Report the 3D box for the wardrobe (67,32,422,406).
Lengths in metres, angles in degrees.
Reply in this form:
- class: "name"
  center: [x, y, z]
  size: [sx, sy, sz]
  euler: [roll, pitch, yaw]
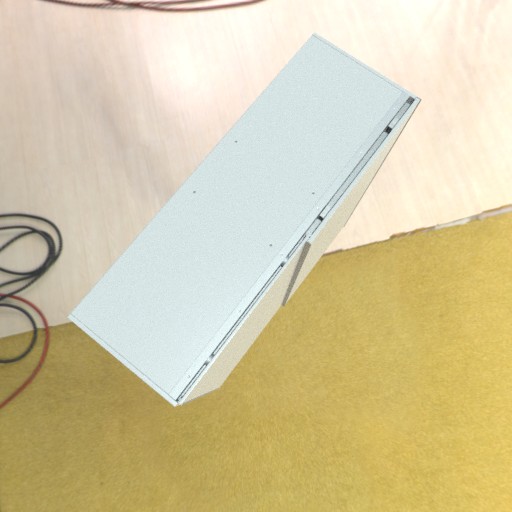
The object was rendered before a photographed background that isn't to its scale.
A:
- class: "wardrobe"
  center: [0.000, 0.000, 2.922]
  size: [0.629, 1.960, 1.780]
  euler: [36, 78, 9]
